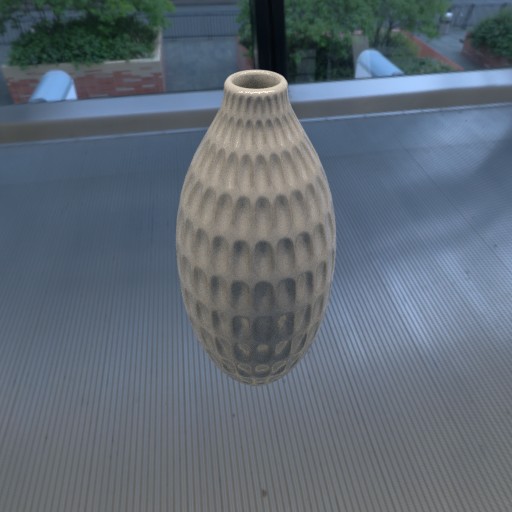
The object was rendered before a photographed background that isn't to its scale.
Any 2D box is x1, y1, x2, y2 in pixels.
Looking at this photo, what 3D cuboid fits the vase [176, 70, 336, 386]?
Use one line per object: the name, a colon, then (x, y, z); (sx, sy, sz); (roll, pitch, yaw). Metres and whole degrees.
vase: (0.000, 0.000, 0.360); (0.127, 0.282, 0.127); (0, 41, 0)
